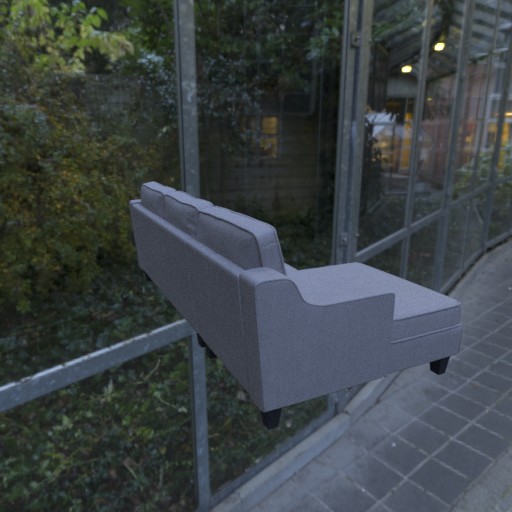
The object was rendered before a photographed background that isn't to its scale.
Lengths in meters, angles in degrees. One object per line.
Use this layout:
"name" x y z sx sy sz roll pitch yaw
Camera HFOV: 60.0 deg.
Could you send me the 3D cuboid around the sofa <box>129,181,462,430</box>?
"sofa" 0.000 0.000 3.214 1.294 0.928 2.561 -7 17 -25
